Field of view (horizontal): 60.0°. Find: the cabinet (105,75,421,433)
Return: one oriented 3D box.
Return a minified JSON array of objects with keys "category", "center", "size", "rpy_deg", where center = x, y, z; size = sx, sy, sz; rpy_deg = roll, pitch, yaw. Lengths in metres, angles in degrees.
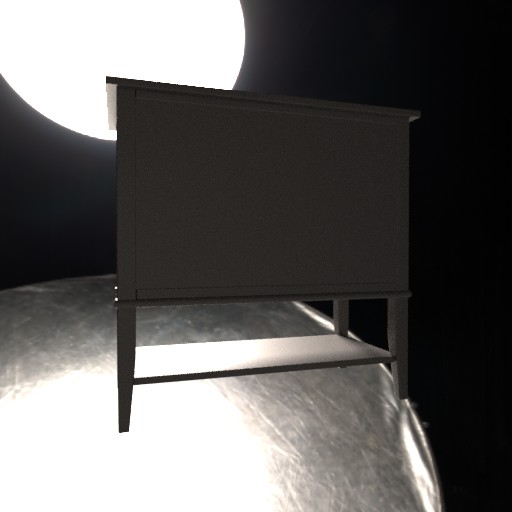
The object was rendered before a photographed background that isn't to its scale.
[{"category":"cabinet","center":[0.000,0.000,1.260],"size":[0.801,0.780,0.396],"rpy_deg":[0,1,-18]}]
